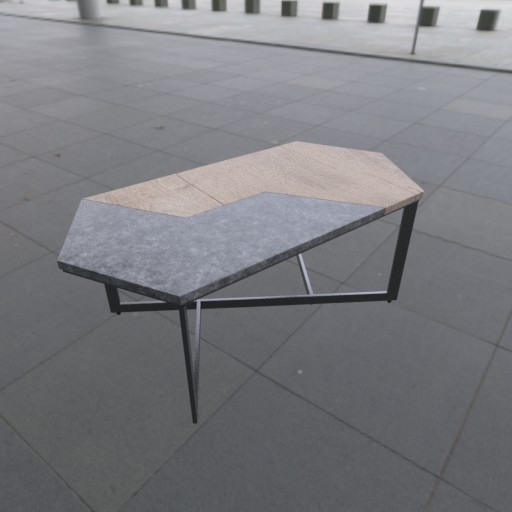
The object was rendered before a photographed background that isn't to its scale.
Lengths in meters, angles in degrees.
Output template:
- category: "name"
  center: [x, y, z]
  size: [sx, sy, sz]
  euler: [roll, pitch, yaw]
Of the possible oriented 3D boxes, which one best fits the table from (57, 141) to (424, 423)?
- category: "table"
  center: [0.000, 0.000, 1.512]
  size: [1.219, 0.457, 0.609]
  euler: [-23, 39, -31]
